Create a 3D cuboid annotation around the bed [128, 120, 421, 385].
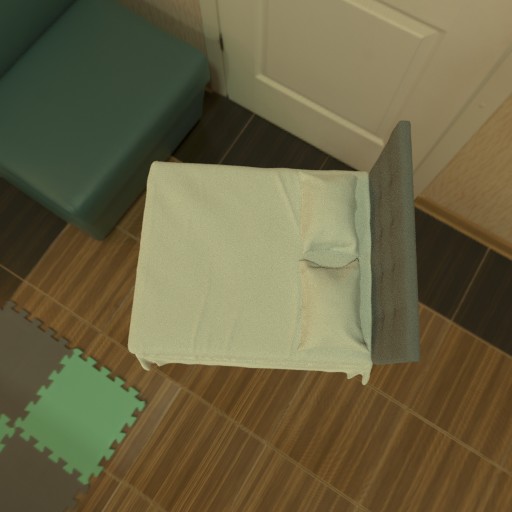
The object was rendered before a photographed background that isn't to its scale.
[{"bbox_3d":[0.000,0.000,3.605,2.222,1.577,1.936,3,75,1],"label":"bed"}]
